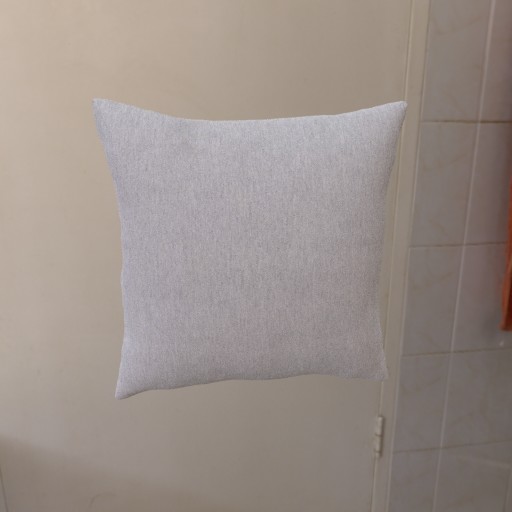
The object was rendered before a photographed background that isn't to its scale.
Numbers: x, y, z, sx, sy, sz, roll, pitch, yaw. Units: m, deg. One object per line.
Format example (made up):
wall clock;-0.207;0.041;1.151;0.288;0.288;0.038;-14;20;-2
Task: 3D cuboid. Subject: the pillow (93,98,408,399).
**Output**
pillow;0.000;0.000;0.652;0.433;0.436;0.173;-2;15;-6
